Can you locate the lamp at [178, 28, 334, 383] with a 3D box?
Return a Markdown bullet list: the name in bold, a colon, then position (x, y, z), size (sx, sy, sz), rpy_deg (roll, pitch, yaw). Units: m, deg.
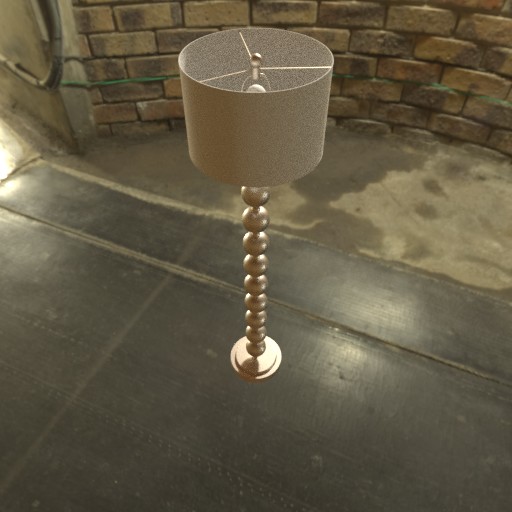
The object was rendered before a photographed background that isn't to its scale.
- **lamp**: position (0.000, 0.000, 1.649), size (0.394, 1.474, 0.394), rpy_deg (-10, 47, -10)
